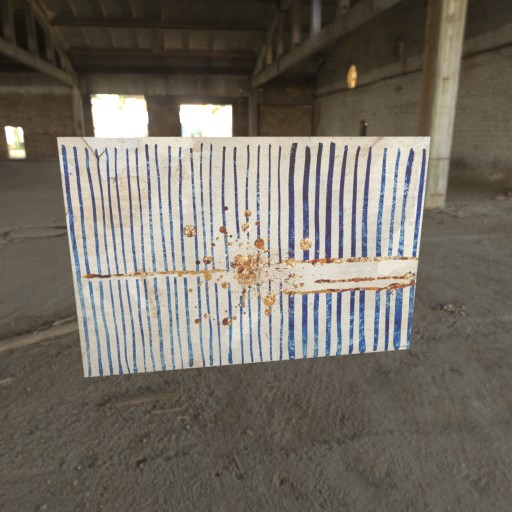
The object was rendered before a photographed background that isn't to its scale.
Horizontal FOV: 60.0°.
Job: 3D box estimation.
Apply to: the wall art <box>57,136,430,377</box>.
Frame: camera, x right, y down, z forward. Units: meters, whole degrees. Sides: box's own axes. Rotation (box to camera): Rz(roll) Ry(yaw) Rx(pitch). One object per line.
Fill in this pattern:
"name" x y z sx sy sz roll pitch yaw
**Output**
"wall art" 0.000 0.000 1.459 1.143 0.757 0.038 -3 16 -10
